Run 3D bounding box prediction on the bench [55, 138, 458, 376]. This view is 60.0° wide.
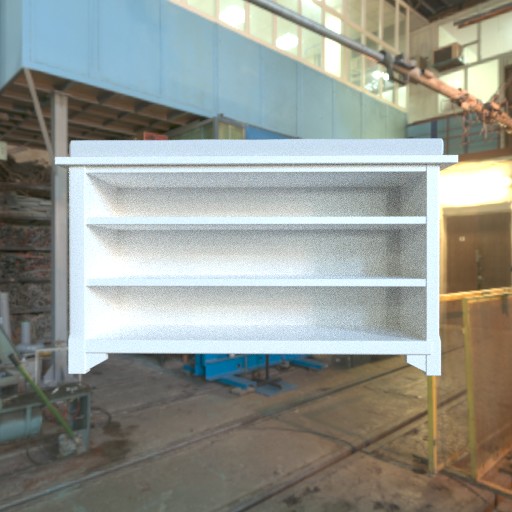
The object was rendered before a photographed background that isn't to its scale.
[{"bbox_3d":[0.000,0.000,1.259,0.987,0.589,0.346,0,0,1],"label":"bench"}]
